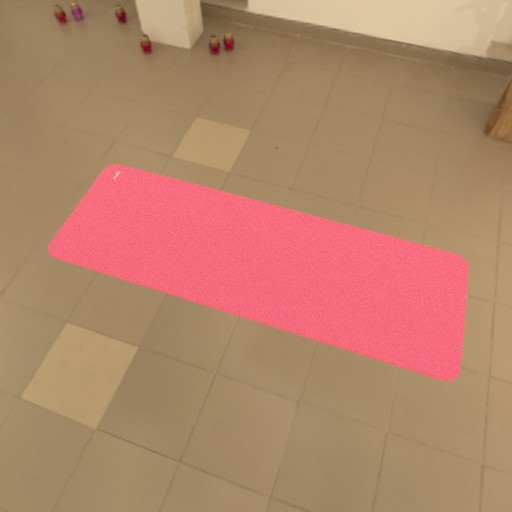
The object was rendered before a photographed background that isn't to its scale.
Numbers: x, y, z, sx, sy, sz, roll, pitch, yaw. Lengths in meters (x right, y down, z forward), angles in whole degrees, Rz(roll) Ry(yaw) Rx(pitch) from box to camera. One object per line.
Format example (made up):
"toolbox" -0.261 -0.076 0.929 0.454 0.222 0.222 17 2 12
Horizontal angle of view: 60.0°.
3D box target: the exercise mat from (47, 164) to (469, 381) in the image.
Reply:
"exercise mat" 0.000 0.000 2.052 1.884 0.021 0.616 16 59 10
